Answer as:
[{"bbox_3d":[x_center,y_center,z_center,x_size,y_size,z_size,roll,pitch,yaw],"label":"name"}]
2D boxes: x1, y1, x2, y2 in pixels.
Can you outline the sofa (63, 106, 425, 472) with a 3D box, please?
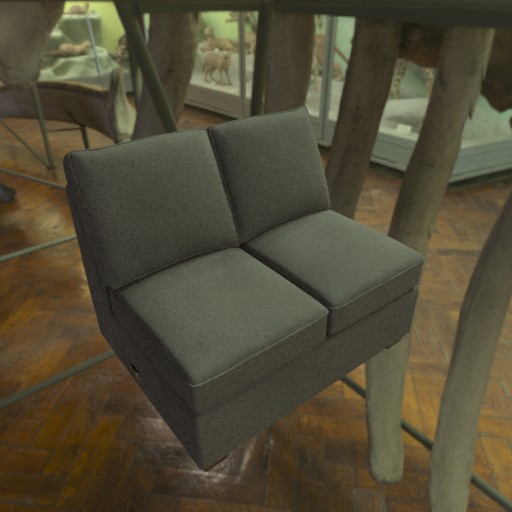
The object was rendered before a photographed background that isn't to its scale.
[{"bbox_3d":[0.000,0.000,1.951,1.237,1.008,0.951,-22,37,-32],"label":"sofa"}]
